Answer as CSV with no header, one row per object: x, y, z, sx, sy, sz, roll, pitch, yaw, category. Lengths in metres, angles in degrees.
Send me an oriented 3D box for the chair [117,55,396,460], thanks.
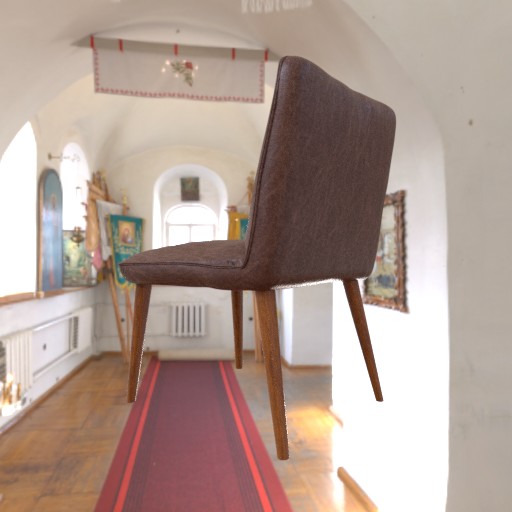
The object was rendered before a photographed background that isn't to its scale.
0.000,0.000,1.217,0.645,0.803,0.543,1,1,36,chair
